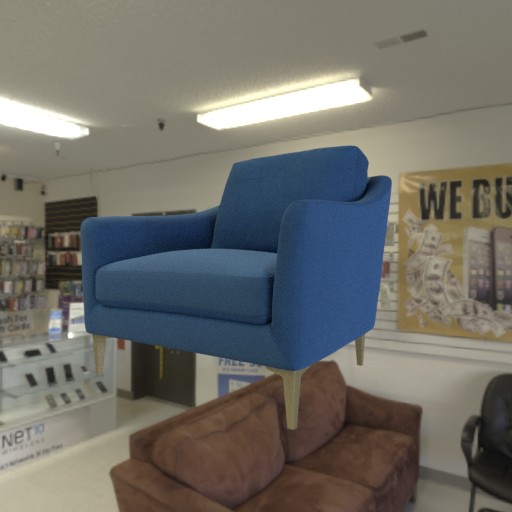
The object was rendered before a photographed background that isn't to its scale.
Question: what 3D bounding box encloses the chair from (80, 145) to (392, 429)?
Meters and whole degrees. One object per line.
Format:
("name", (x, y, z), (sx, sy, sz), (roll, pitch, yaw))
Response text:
("chair", (0.000, 0.000, 1.760), (0.987, 0.899, 0.961), (0, 0, 37))
